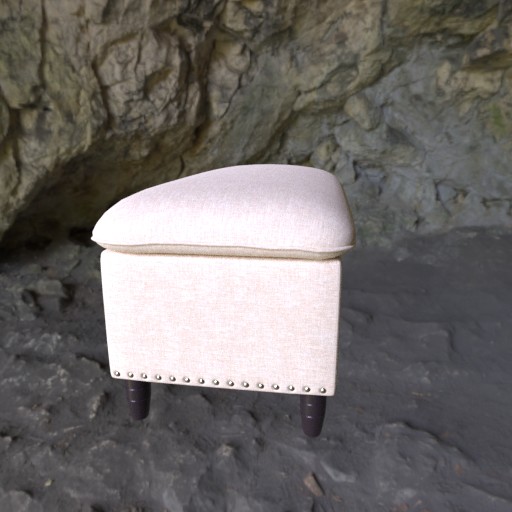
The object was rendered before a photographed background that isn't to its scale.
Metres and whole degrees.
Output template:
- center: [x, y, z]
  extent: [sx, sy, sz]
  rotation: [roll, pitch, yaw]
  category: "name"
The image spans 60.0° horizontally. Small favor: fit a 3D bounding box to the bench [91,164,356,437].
- center: [0.000, 0.000, 1.239]
  extent: [0.483, 0.483, 0.991]
  rotation: [2, 15, 8]
  category: "bench"
